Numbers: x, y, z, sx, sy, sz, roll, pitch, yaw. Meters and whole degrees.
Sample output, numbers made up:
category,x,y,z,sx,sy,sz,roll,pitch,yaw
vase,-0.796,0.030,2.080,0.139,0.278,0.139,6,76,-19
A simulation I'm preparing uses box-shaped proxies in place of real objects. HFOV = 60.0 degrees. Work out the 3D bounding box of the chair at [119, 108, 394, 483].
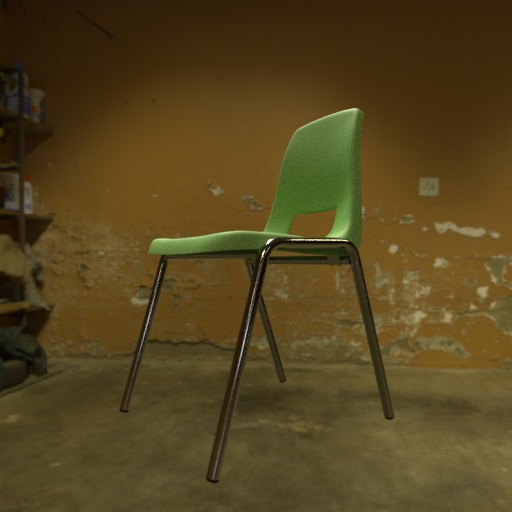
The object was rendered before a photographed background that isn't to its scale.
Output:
category,x,y,z,sx,sy,sz,roll,pitch,yaw
chair,0.000,0.000,0.904,0.436,0.653,0.381,0,-1,-36
